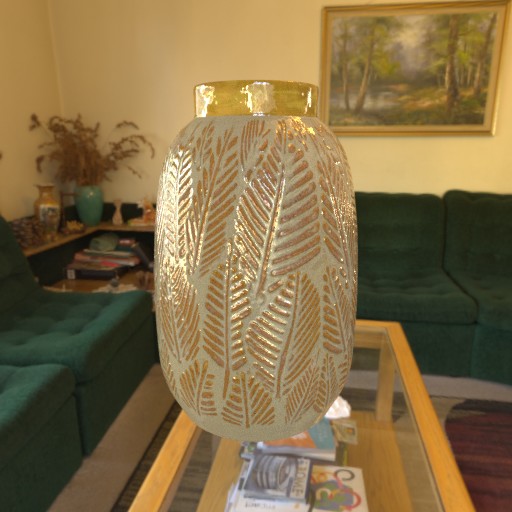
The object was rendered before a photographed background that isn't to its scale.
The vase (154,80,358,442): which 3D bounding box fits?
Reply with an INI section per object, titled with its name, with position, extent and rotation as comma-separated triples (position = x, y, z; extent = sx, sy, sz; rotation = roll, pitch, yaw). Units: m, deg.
[vase]
position = 0.000, 0.000, 0.378
extent = 0.172, 0.270, 0.172
rotation = 0, 15, 0
